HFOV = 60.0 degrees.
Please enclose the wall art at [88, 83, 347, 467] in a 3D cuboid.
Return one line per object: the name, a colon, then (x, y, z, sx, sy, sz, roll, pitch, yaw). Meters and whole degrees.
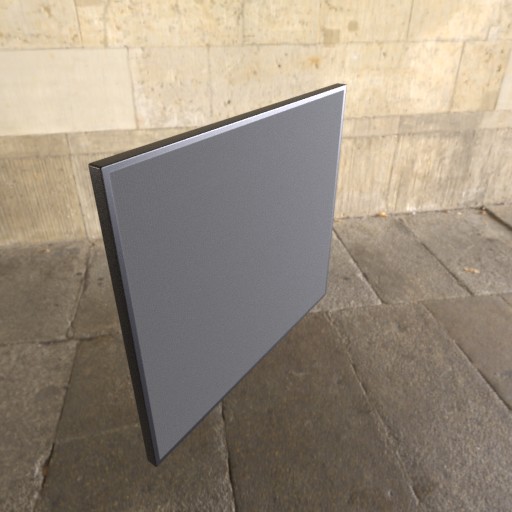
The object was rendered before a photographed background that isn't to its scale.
wall art: (0.000, 0.000, 0.709, 0.018, 0.450, 0.521, 20, 36, 30)
